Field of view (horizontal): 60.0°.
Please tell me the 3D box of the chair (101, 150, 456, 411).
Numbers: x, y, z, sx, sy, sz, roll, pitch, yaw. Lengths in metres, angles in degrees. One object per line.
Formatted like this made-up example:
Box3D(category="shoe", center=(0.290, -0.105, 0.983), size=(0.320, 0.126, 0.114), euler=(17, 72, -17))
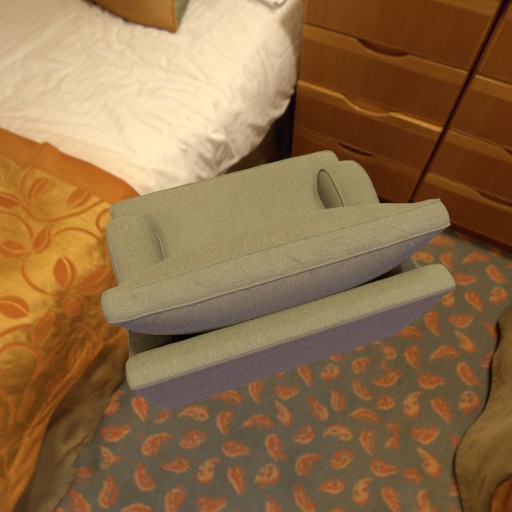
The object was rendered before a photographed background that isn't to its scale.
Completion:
Box3D(category="chair", center=(0.000, 0.000, 1.998), size=(1.220, 1.016, 1.041), euler=(-16, 60, -9))
